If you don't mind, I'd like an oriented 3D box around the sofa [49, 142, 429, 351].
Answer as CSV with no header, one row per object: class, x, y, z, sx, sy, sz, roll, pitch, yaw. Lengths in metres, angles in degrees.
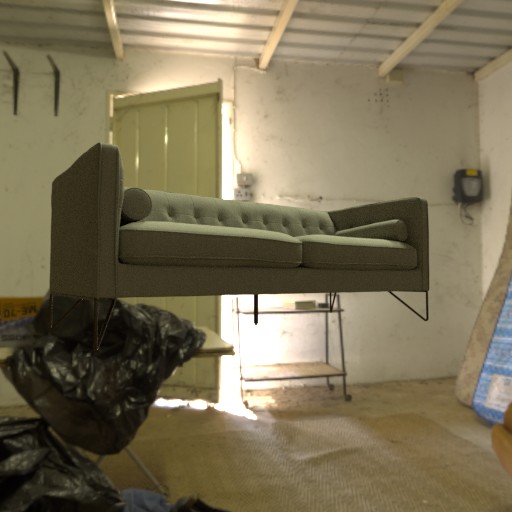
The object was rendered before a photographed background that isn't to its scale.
sofa,0.000,0.000,2.580,2.079,0.798,0.912,2,-4,-35
